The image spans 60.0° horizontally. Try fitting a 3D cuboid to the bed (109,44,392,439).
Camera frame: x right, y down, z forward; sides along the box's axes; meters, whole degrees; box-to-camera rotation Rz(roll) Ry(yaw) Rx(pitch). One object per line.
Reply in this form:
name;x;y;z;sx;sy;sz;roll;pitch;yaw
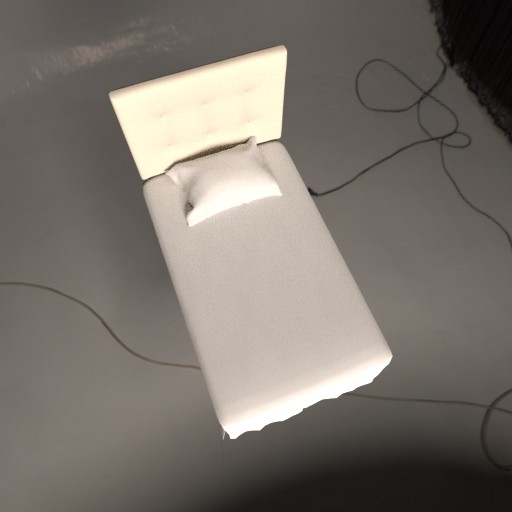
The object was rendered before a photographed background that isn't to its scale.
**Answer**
bed;0.000;0.000;3.026;1.261;1.571;1.997;-19;66;-9
